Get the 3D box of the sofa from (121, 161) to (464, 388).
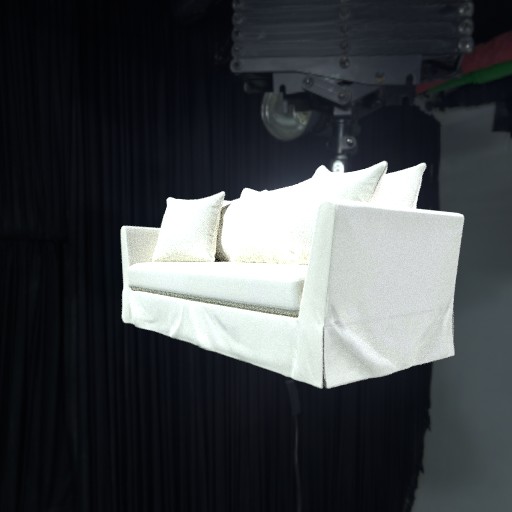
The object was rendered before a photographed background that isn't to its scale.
[{"bbox_3d":[0.000,0.000,2.897,1.031,1.034,2.290,0,0,-37],"label":"sofa"}]
